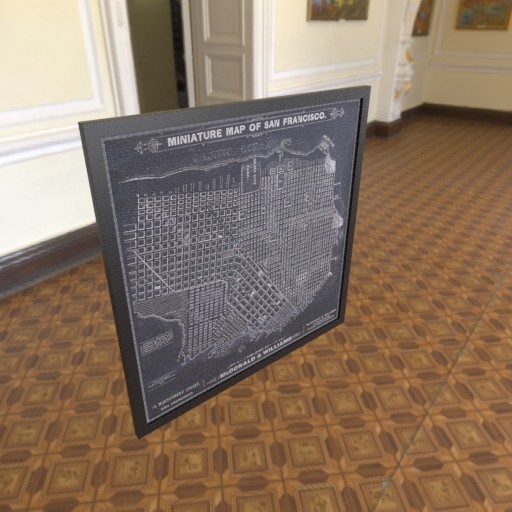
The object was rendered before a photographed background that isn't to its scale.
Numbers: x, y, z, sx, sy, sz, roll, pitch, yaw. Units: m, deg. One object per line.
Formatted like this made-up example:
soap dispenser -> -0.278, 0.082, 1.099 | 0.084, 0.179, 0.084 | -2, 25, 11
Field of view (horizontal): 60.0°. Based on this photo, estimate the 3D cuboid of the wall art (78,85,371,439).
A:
wall art -> 0.000, 0.000, 1.202 | 0.807, 0.807, 0.022 | -21, 34, -34
